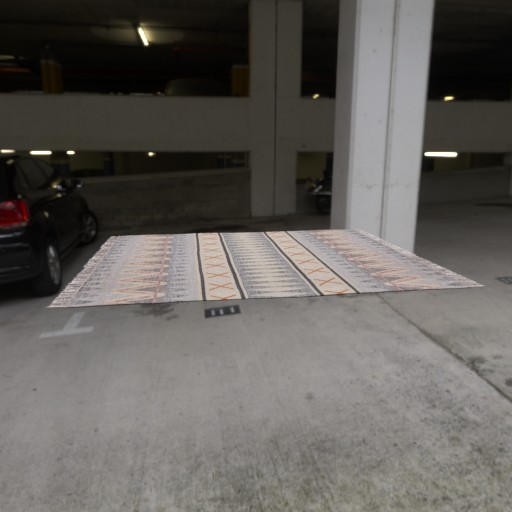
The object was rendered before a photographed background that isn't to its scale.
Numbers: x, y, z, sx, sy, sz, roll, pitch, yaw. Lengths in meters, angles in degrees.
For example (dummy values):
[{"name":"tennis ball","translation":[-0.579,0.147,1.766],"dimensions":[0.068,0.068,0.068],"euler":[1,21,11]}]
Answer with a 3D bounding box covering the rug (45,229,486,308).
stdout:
[{"name":"rug","translation":[0.000,0.000,4.077],"dimensions":[3.000,0.012,2.371],"euler":[-2,14,-8]}]
